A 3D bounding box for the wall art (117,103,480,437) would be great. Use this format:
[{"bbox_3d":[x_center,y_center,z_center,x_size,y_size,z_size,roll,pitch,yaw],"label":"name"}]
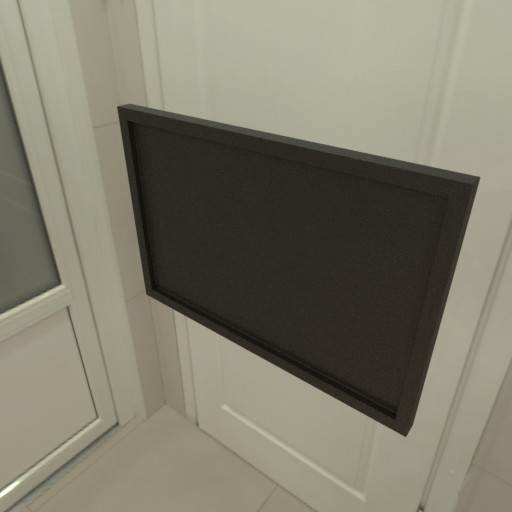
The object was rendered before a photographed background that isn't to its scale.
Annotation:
[{"bbox_3d":[0.000,0.000,0.544,0.443,0.301,0.021,22,37,32],"label":"wall art"}]
